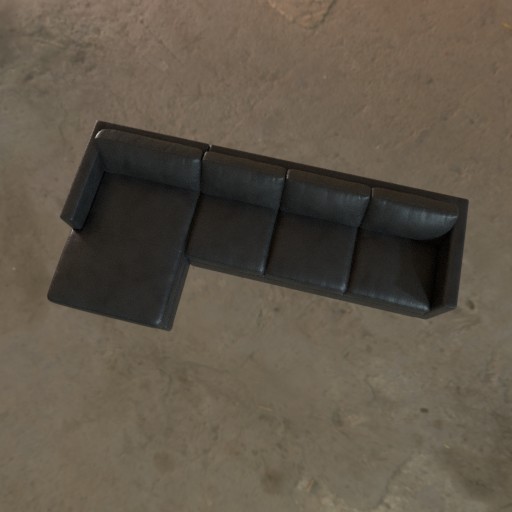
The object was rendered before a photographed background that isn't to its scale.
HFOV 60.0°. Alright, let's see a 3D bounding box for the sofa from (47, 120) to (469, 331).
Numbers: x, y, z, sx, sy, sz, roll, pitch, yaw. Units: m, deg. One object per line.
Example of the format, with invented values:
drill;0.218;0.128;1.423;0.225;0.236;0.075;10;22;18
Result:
sofa;0.000;0.000;3.783;3.203;0.883;1.581;13;74;4
